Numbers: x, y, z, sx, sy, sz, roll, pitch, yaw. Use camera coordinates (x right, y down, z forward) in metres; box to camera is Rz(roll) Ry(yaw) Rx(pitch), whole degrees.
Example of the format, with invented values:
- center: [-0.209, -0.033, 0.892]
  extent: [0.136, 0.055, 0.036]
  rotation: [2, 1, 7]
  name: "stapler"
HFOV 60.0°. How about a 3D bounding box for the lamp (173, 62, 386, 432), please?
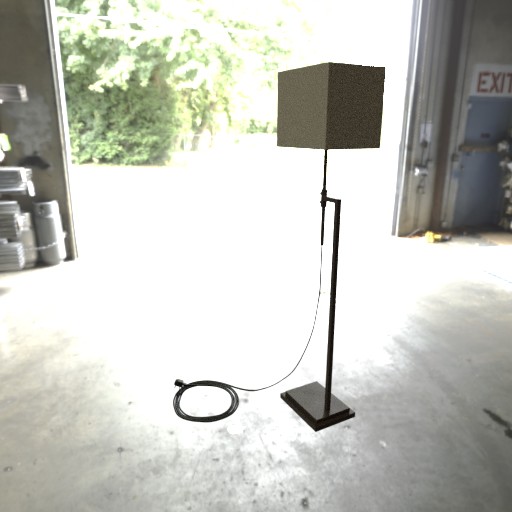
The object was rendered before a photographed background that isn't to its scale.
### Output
- center: [0.000, 0.000, 2.058]
  extent: [0.774, 1.600, 0.698]
  rotation: [-9, 18, -27]
  name: "lamp"
